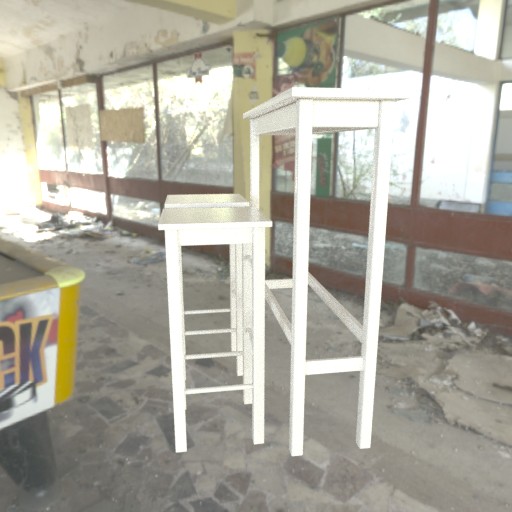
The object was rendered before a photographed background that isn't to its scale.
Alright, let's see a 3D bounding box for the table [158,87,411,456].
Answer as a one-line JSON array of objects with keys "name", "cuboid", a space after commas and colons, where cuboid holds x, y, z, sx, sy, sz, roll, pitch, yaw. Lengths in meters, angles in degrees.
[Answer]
[{"name": "table", "cuboid": [0.000, 0.000, 1.637, 0.650, 1.065, 0.915, -2, 14, -9]}]
